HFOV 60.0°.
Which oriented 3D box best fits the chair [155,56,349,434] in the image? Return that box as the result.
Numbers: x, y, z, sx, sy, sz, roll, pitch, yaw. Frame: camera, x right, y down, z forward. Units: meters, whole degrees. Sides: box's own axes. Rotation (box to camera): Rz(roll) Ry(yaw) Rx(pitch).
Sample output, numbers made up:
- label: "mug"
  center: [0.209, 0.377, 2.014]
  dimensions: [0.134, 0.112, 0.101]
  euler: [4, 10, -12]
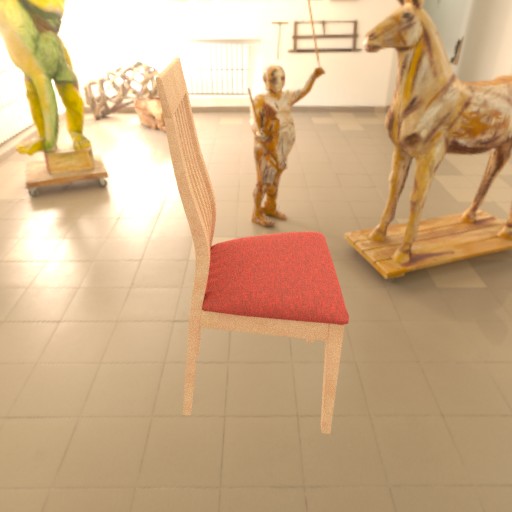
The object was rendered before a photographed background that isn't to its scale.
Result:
- label: "chair"
  center: [0.000, 0.000, 1.284]
  dimensions: [0.474, 1.027, 0.460]
  euler: [0, 32, -1]
